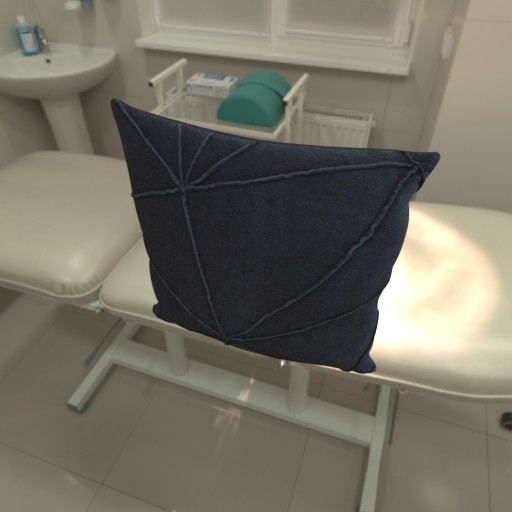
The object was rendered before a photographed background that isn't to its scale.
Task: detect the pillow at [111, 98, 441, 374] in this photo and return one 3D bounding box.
[{"bbox_3d":[0.000,0.000,0.687,0.439,0.440,0.183,13,43,14],"label":"pillow"}]
